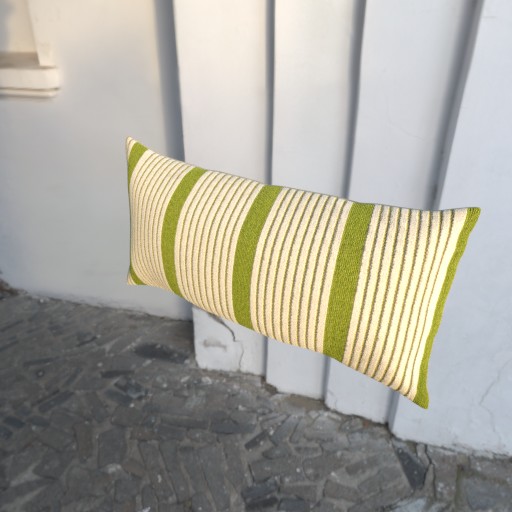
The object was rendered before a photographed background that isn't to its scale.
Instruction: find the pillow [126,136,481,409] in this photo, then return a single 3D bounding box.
[{"bbox_3d":[0.000,0.000,0.717,0.608,0.292,0.156,18,34,29],"label":"pillow"}]
